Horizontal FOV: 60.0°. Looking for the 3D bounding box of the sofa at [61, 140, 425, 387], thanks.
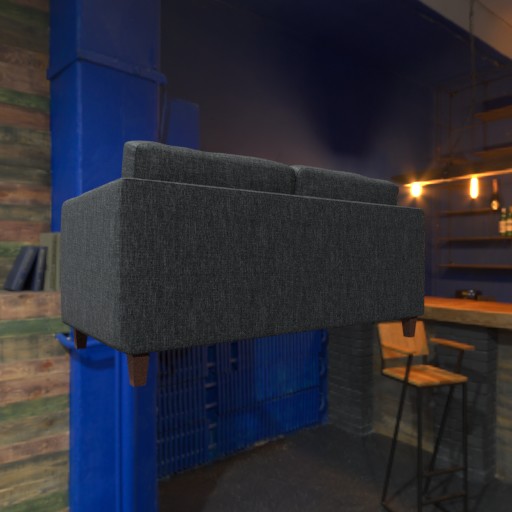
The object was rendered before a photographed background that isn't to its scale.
[{"bbox_3d":[0.000,0.000,2.490,1.884,0.963,0.950,0,0,-36],"label":"sofa"}]
